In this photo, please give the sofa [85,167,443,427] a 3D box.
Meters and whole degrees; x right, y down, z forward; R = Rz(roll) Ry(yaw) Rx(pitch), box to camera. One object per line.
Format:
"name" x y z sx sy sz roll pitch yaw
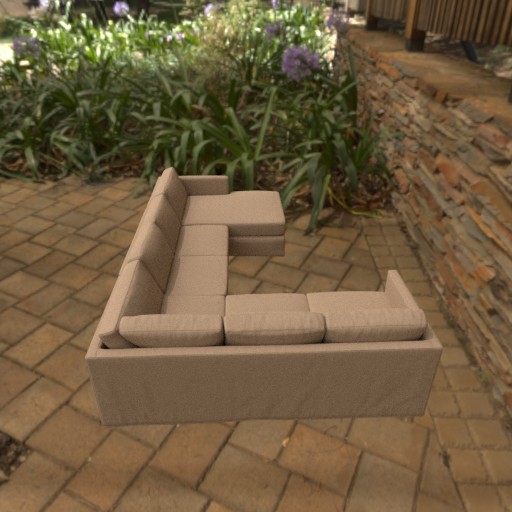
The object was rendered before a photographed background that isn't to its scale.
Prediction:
"sofa" 0.000 0.000 4.574 2.427 0.882 3.460 -1 30 -2
